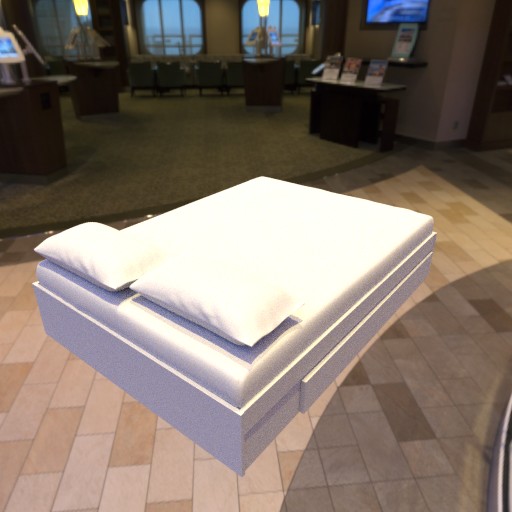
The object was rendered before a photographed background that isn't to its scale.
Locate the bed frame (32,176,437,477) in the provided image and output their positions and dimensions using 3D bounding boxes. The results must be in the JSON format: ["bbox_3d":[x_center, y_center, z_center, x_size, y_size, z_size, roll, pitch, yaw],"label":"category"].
[{"bbox_3d":[0.000,0.000,2.589,1.450,0.629,1.950,20,33,34],"label":"bed frame"}]
